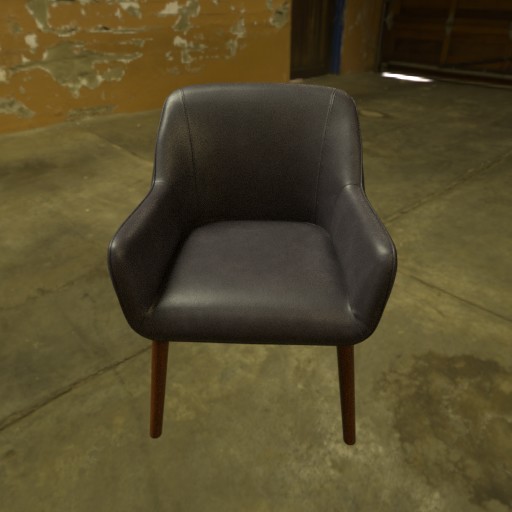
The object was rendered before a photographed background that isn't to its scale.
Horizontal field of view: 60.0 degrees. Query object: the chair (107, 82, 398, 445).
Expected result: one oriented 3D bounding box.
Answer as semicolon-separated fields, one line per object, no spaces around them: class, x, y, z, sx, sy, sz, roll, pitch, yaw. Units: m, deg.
chair;0.000;0.000;1.234;0.610;0.828;0.610;1;30;2
